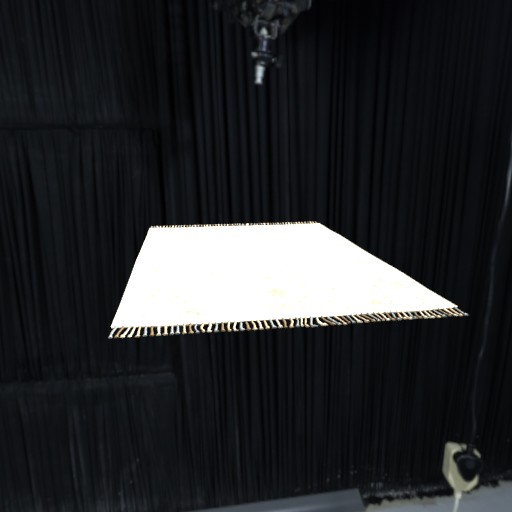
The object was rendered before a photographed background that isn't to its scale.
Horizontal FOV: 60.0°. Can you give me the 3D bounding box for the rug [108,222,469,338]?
[{"bbox_3d":[0.000,0.000,2.325,1.218,0.017,1.861,-2,15,-9],"label":"rug"}]
